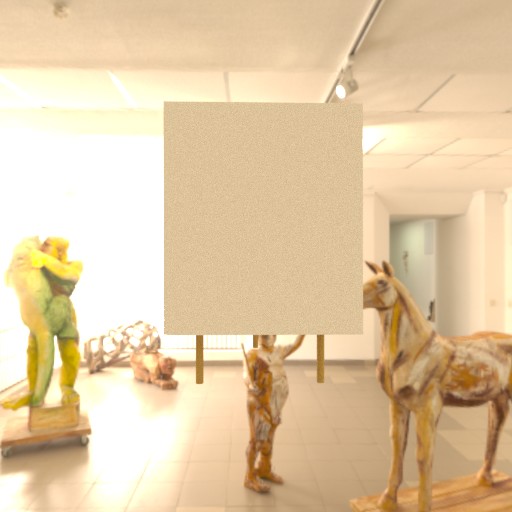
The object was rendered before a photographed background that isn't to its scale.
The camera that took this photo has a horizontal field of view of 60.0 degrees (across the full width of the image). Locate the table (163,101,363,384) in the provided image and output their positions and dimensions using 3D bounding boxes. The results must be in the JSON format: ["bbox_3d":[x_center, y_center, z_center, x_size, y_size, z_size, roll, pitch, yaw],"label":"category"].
[{"bbox_3d":[0.000,0.000,1.864,0.508,0.769,1.500,0,0,-2],"label":"table"}]
